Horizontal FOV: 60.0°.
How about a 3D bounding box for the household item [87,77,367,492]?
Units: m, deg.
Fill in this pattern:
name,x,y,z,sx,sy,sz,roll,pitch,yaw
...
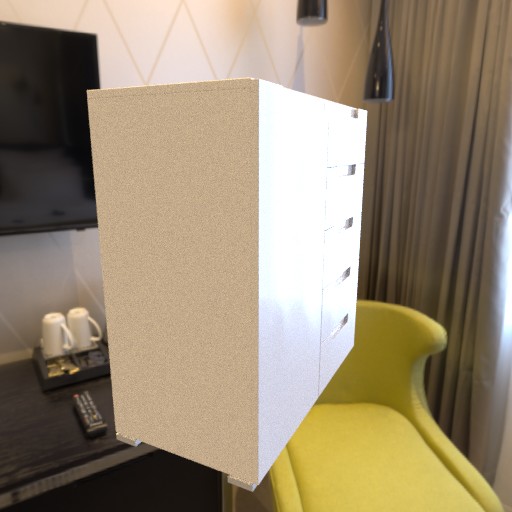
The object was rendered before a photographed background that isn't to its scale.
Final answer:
name,x,y,z,sx,sy,sz,roll,pitch,yaw
household item,0.000,0.000,1.322,0.420,0.870,0.800,7,15,26
